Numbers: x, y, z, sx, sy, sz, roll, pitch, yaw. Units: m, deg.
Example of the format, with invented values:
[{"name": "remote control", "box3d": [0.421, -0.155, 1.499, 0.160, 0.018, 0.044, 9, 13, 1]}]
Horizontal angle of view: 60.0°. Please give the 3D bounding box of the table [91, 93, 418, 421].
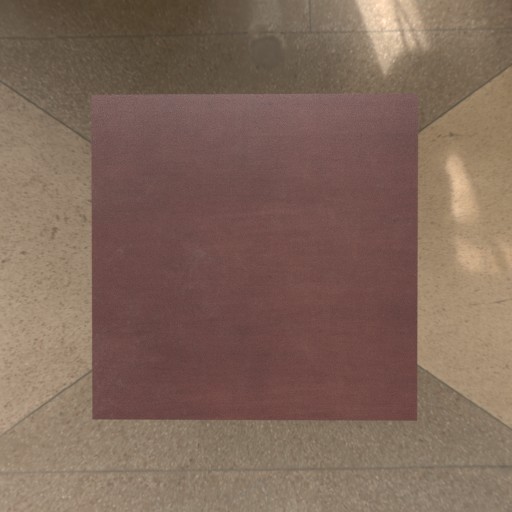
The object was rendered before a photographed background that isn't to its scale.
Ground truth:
[{"name": "table", "box3d": [0.000, 0.000, 1.666, 0.861, 0.991, 0.861, 0, 91, 1]}]
